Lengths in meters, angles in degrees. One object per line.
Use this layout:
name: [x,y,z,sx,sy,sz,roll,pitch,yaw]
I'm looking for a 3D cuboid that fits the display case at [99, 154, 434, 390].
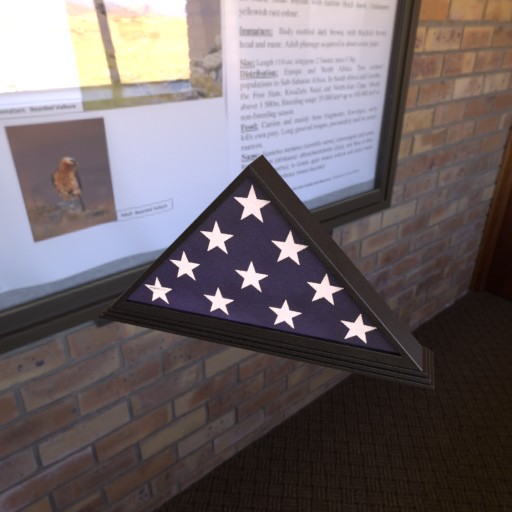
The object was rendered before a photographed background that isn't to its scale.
display case: [0.000,0.000,0.772,0.640,0.340,0.095,9,28,16]
